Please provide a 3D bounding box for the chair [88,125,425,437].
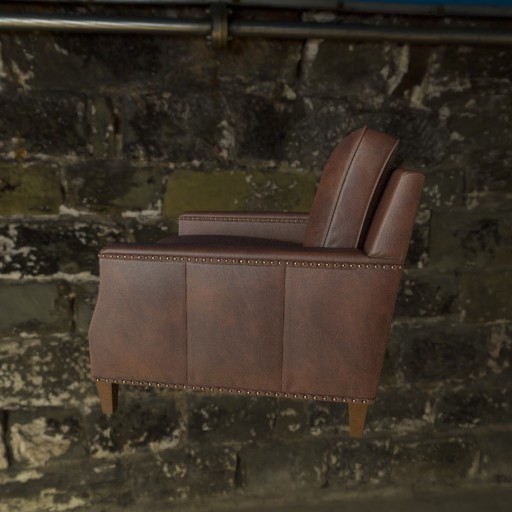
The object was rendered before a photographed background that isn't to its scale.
[{"bbox_3d":[0.000,0.000,1.693,1.014,0.929,0.853,2,14,8],"label":"chair"}]
